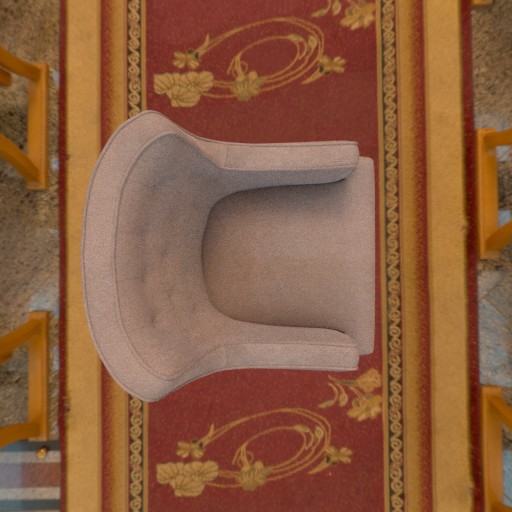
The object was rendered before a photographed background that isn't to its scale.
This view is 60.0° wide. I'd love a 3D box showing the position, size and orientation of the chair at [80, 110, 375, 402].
[{"bbox_3d":[0.000,0.000,1.591,0.910,0.919,0.781,0,90,1],"label":"chair"}]
